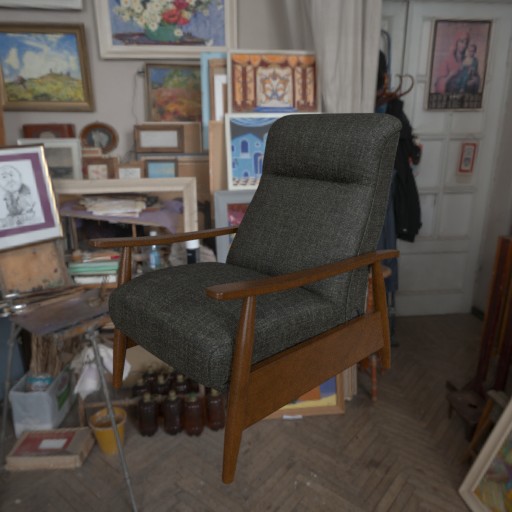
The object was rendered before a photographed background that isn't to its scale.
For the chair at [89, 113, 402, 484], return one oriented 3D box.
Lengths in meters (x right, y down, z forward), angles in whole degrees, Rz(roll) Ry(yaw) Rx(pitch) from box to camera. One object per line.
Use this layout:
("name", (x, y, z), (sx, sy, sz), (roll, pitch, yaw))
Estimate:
("chair", (0.000, 0.000, 1.749), (1.014, 1.082, 0.762), (-16, 23, -42))
